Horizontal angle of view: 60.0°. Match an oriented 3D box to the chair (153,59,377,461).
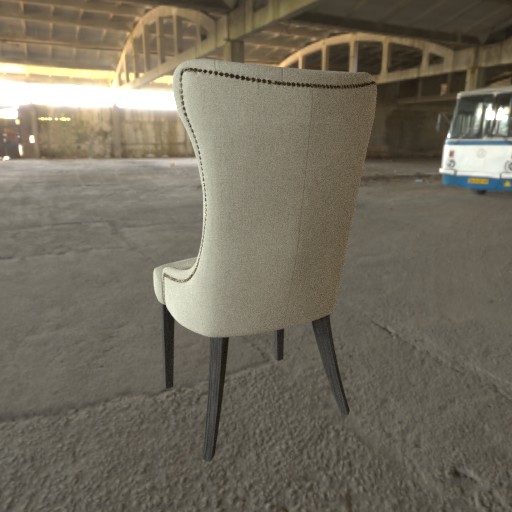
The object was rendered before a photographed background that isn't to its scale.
[{"bbox_3d":[0.000,0.000,1.405,0.584,1.065,0.590,-7,16,-26],"label":"chair"}]
